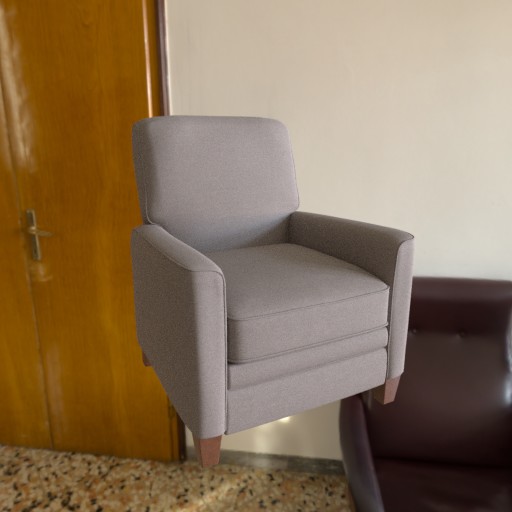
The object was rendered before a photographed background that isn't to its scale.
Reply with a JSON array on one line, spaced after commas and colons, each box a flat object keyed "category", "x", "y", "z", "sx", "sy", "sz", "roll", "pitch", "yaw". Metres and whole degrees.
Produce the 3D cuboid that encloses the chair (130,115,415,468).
[{"category": "chair", "x": 0.000, "y": 0.000, "z": 1.658, "sx": 0.845, "sy": 1.023, "sz": 0.859, "roll": -8, "pitch": 17, "yaw": -27}]
